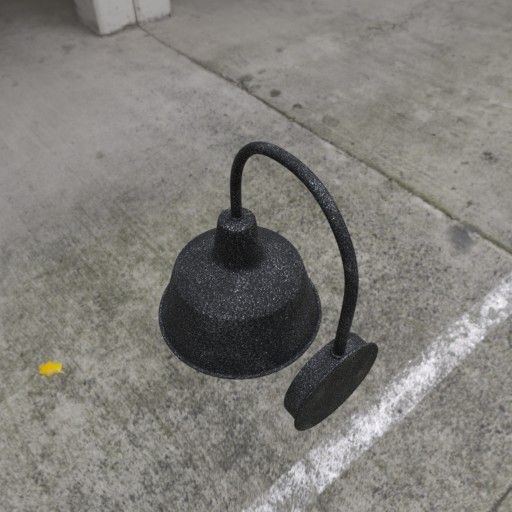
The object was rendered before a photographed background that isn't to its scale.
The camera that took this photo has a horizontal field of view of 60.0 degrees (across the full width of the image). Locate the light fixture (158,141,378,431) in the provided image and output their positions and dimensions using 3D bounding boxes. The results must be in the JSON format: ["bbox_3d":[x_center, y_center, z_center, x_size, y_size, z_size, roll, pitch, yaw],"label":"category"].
[{"bbox_3d":[0.000,0.000,0.485,0.216,0.300,0.283,-30,53,-26],"label":"light fixture"}]
